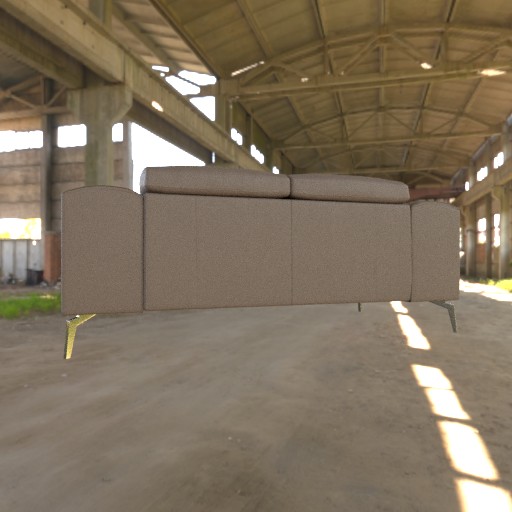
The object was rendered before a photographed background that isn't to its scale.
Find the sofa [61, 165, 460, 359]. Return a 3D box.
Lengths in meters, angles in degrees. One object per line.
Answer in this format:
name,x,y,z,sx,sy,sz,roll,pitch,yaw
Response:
sofa,0.000,0.000,2.417,1.895,0.779,1.003,0,0,-18
